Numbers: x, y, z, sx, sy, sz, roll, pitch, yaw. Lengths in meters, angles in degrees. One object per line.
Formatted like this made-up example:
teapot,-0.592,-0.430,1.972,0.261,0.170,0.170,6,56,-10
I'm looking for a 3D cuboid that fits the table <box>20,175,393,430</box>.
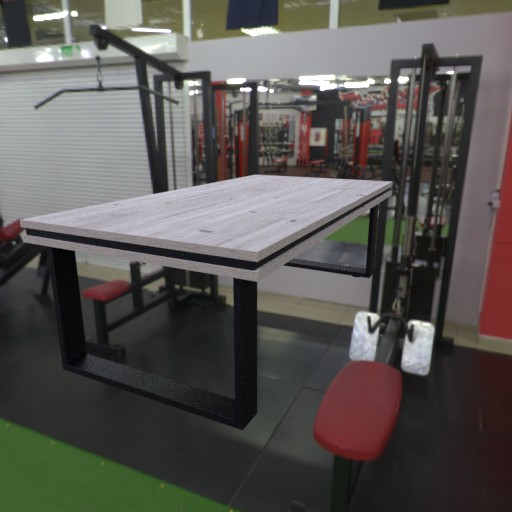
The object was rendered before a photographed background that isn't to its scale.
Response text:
table,0.000,0.000,1.648,0.700,0.450,1.350,8,18,26
